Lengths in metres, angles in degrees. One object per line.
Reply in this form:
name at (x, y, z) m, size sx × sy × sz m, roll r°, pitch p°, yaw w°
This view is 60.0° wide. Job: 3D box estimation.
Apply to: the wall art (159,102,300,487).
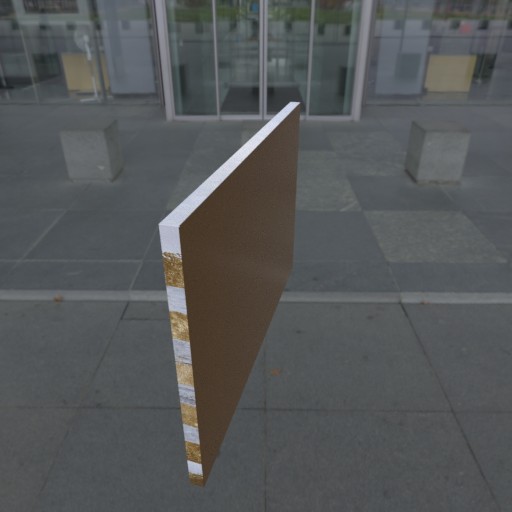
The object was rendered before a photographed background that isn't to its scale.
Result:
wall art at (0.000, 0.000, 1.456) m, size 0.041 × 0.762 × 1.145 m, roll 8°, pitch 31°, yaw 14°
